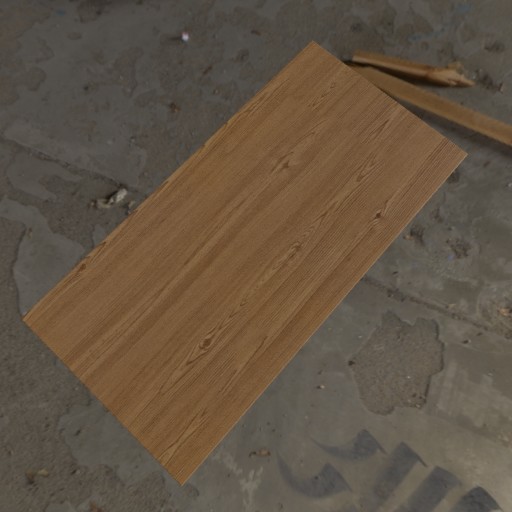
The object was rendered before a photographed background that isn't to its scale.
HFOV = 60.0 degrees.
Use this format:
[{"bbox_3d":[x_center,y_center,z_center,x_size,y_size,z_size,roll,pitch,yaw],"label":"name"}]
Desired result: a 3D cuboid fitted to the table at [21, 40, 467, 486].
[{"bbox_3d":[0.000,0.000,2.222,0.901,0.750,1.797,41,78,10],"label":"table"}]
